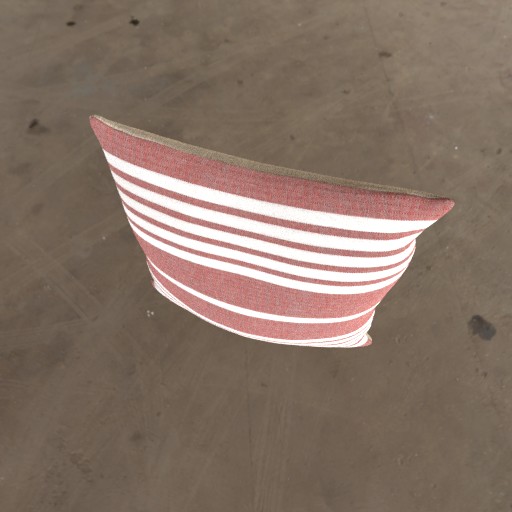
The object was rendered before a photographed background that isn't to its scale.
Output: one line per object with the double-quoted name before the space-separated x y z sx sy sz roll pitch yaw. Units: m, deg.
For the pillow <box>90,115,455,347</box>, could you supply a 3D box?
"pillow" 0.000 0.000 0.672 0.439 0.427 0.182 15 59 9
